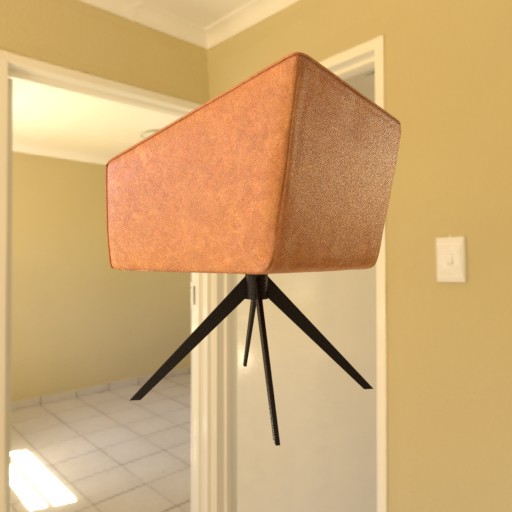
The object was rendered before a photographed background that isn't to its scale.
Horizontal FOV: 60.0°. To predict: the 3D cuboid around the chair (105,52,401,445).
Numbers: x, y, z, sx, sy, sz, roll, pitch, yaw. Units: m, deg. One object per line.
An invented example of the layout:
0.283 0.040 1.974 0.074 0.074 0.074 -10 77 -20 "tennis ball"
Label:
0.000 0.000 1.225 0.625 0.760 0.588 0 0 37 "chair"
